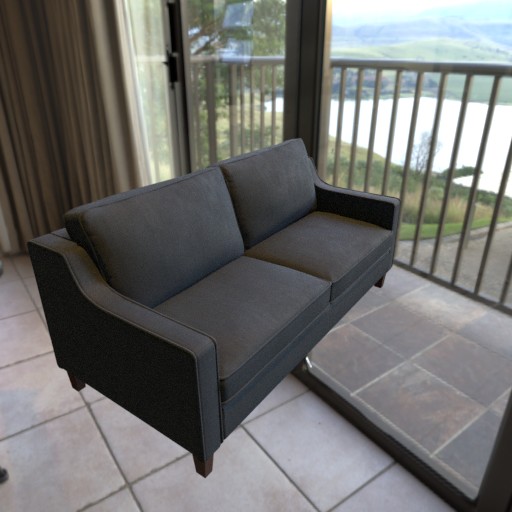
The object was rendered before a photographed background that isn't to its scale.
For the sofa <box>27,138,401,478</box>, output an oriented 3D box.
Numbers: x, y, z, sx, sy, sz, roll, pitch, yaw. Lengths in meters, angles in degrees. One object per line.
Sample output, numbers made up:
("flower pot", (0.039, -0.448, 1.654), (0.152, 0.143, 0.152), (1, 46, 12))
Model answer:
("sofa", (0.000, 0.000, 2.715), (1.066, 1.071, 2.178), (17, 31, 32))
